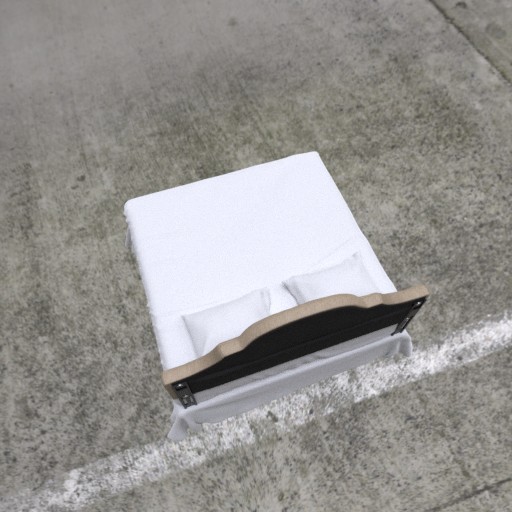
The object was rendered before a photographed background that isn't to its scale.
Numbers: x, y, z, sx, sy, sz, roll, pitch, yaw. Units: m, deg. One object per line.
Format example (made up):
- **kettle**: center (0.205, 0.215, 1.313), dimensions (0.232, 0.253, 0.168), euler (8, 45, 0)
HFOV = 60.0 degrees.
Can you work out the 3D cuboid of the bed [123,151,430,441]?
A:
- **bed**: center (0.000, 0.000, 3.851), dimensions (2.303, 1.631, 2.222), euler (-17, 60, -10)
